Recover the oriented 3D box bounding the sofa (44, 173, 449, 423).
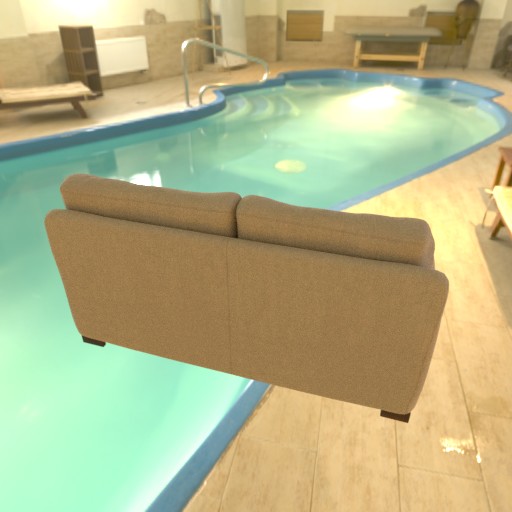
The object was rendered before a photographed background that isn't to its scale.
[{"bbox_3d":[0.000,0.000,2.419,1.855,0.980,0.962,10,33,15],"label":"sofa"}]
